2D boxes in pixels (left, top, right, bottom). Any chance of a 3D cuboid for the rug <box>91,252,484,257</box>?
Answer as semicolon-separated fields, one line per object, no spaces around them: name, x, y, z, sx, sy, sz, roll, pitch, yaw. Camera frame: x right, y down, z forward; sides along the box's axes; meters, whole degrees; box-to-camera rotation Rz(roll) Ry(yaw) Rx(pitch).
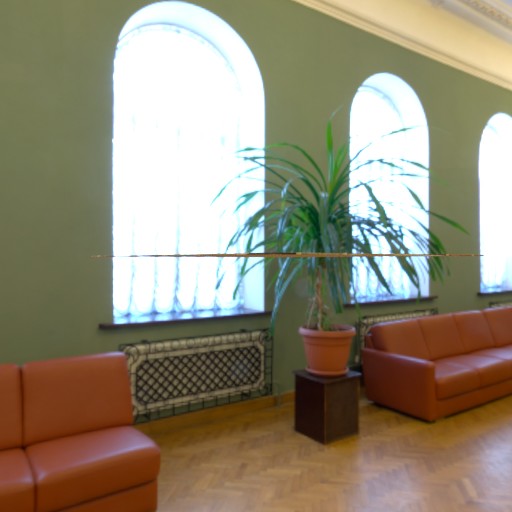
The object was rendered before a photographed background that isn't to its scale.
rug;0.000;0.000;2.382;1.216;0.006;1.828;0;0;-36
